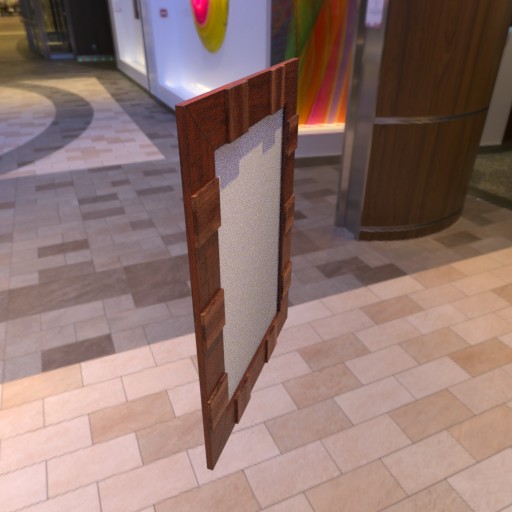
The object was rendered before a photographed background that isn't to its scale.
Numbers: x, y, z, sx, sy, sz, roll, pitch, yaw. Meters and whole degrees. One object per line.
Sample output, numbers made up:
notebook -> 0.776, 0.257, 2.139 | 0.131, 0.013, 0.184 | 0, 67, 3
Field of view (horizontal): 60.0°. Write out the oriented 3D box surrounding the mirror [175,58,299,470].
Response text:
mirror -> 0.000, 0.000, 1.055 | 0.021, 0.805, 0.600 | 10, 32, 17
